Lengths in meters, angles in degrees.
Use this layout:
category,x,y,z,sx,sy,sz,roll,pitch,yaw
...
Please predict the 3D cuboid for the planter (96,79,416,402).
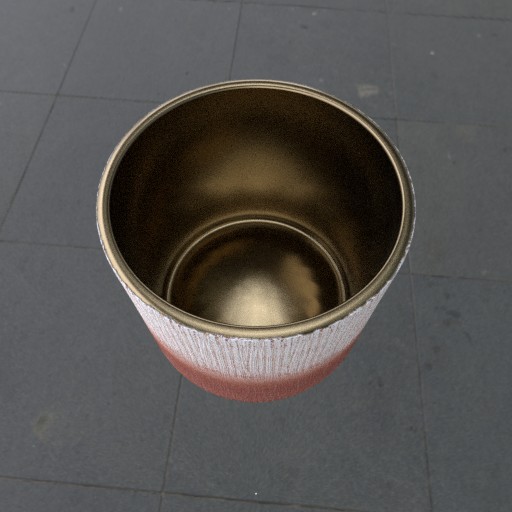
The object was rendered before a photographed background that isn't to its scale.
category,x,y,z,sx,sy,sz,roll,pitch,yaw
planter,0.000,0.000,0.391,0.221,0.201,0.221,0,62,0
